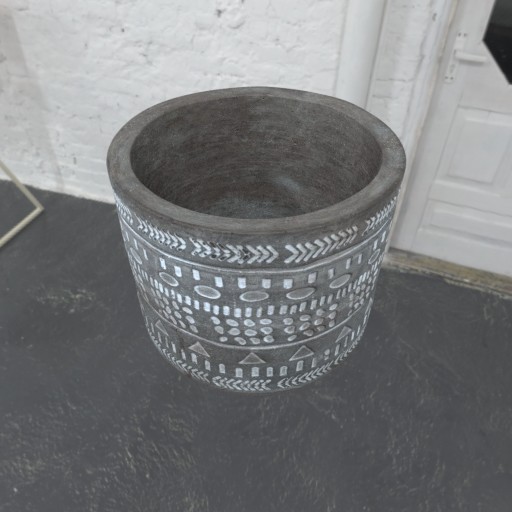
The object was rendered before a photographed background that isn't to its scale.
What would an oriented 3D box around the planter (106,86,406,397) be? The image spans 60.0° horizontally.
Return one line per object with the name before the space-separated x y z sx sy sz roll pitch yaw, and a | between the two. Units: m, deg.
planter | 0.000 0.000 0.263 0.142 0.149 0.142 0 42 0
